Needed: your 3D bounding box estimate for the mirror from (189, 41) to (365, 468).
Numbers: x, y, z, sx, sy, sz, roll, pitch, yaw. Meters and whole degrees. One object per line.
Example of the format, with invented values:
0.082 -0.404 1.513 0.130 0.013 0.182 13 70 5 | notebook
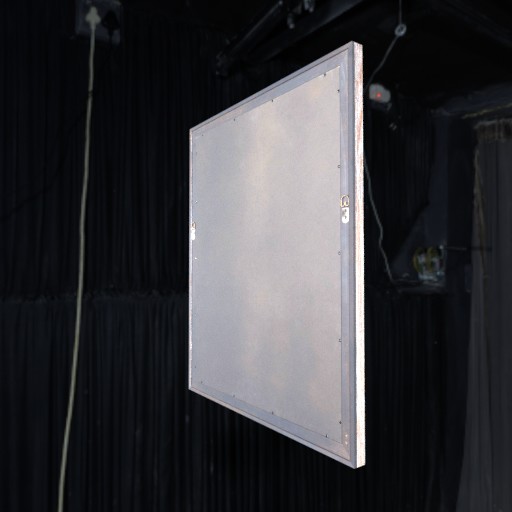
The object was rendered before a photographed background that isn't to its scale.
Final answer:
0.000 0.000 1.219 0.032 0.882 0.730 1 -2 -36 | mirror
